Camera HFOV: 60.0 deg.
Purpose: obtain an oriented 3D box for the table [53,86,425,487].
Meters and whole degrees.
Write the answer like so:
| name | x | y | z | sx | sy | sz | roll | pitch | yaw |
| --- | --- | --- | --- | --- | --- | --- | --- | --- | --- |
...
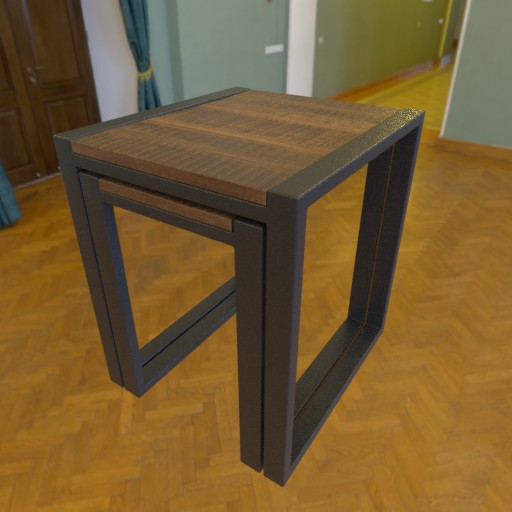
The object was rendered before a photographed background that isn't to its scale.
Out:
| name | x | y | z | sx | sy | sz | roll | pitch | yaw |
| --- | --- | --- | --- | --- | --- | --- | --- | --- | --- |
| table | 0.000 | 0.000 | 0.918 | 0.449 | 0.550 | 0.500 | 19 | 36 | 28 |
